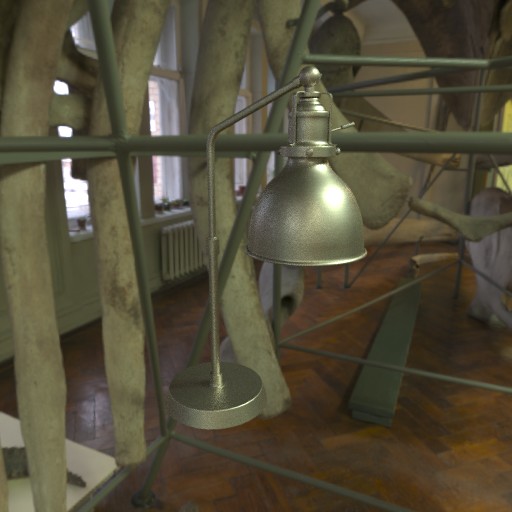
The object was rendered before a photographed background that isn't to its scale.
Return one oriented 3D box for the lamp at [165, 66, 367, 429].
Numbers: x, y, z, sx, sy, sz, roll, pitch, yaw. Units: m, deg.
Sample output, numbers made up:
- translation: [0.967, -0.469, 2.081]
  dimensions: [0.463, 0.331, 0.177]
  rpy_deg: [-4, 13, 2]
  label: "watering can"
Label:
- translation: [0.000, 0.000, 0.583]
  dimensions: [0.286, 0.456, 0.153]
  rpy_deg: [7, 16, 25]
  label: "lamp"
